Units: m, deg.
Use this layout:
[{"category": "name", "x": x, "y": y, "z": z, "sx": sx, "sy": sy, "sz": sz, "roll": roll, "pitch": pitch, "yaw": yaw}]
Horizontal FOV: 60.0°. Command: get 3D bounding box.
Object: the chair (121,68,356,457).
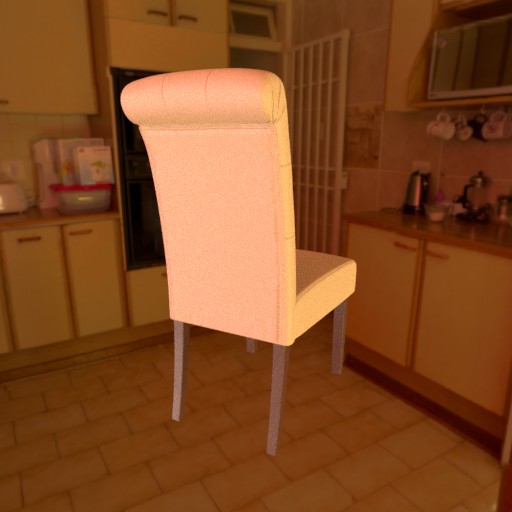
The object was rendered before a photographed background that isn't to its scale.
[{"category": "chair", "x": 0.000, "y": 0.000, "z": 1.378, "sx": 0.456, "sy": 1.006, "sz": 0.671, "roll": 8, "pitch": 17, "yaw": 27}]
